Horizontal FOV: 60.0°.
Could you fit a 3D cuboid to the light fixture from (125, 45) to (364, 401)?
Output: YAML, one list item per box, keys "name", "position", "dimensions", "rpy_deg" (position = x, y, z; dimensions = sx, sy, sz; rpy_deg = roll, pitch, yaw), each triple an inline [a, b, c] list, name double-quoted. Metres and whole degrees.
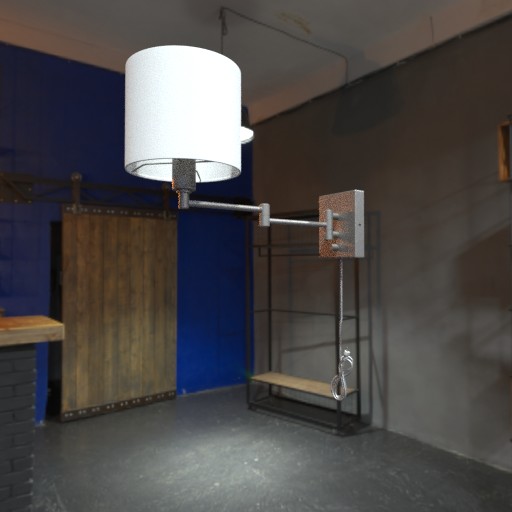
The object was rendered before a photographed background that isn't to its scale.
- name: "light fixture"
  position: [0.000, 0.000, 0.878]
  dimensions: [0.516, 0.651, 0.203]
  rpy_deg: [1, -1, -35]
